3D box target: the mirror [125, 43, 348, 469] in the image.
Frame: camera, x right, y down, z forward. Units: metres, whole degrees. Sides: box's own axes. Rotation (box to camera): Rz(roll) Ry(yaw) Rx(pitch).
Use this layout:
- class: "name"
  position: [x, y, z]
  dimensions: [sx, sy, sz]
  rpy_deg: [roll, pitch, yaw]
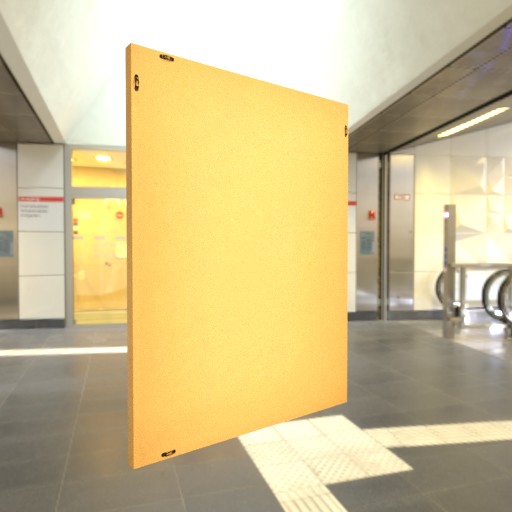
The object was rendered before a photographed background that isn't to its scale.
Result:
- class: "mirror"
  position: [0.000, 0.000, 1.296]
  dimensions: [0.762, 1.016, 0.040]
  rpy_deg: [-1, 2, -37]
